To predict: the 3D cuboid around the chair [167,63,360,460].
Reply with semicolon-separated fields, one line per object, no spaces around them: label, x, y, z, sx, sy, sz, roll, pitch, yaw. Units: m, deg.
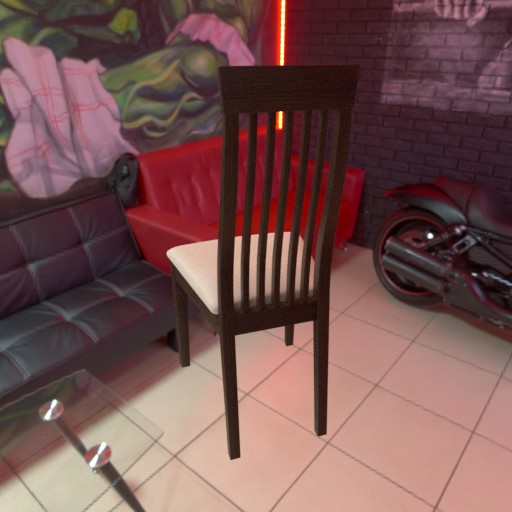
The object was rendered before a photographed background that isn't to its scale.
chair;0.000;0.000;1.268;0.460;1.027;0.474;-8;27;-16
